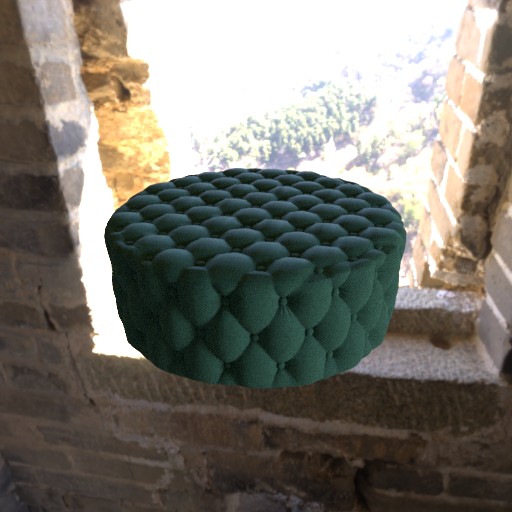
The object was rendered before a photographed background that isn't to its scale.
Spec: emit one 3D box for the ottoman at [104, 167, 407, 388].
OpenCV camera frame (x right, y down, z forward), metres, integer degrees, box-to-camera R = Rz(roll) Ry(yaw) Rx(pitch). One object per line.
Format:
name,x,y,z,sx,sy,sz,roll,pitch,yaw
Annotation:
ottoman,0.000,0.000,1.575,0.998,0.399,0.998,0,28,0
